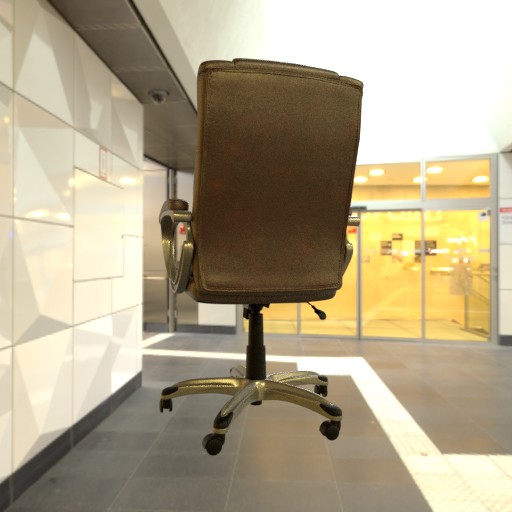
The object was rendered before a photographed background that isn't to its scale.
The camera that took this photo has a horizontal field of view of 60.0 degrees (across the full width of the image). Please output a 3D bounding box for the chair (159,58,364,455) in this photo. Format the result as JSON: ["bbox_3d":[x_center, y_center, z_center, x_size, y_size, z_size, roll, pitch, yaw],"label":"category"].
[{"bbox_3d":[0.000,0.000,1.580,0.656,1.128,0.692,0,0,-16],"label":"chair"}]
